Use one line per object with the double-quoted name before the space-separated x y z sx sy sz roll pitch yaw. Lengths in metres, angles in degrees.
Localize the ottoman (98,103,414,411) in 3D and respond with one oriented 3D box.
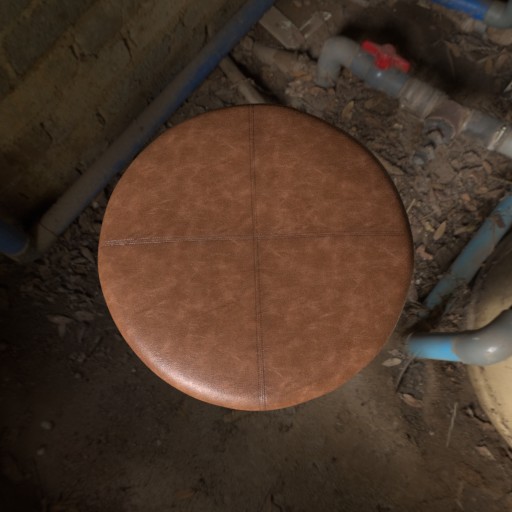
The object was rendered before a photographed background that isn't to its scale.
"ottoman" 0.000 0.000 1.549 1.006 0.445 1.006 0 75 0
